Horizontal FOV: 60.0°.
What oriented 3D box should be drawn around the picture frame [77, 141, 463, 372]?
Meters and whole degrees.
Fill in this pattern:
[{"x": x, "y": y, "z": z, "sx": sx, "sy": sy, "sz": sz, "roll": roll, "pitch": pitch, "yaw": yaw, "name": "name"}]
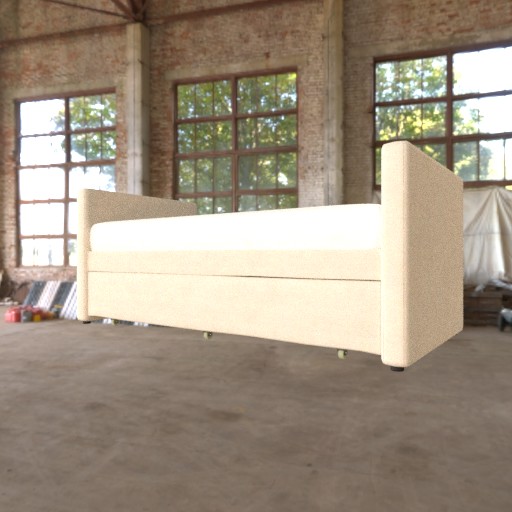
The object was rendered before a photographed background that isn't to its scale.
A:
[{"x": 0.000, "y": 0.000, "z": 2.728, "sx": 2.161, "sy": 0.891, "sz": 1.069, "roll": 0, "pitch": 0, "yaw": 36, "name": "picture frame"}]
